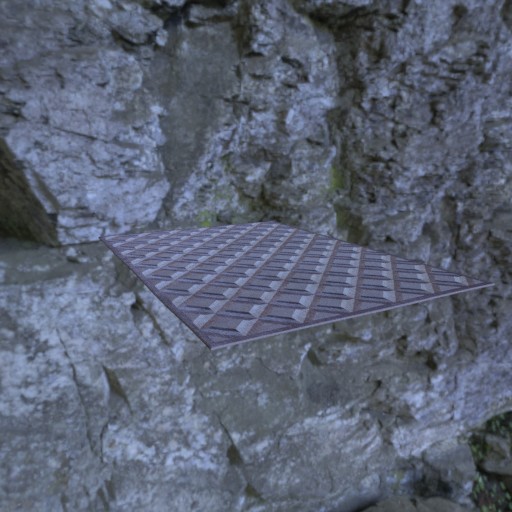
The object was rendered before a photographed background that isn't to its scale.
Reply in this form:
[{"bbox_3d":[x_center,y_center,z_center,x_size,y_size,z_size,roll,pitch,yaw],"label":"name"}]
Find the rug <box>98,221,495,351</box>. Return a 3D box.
[{"bbox_3d":[0.000,0.000,2.892,1.600,0.013,2.260,-7,16,-28],"label":"rug"}]
